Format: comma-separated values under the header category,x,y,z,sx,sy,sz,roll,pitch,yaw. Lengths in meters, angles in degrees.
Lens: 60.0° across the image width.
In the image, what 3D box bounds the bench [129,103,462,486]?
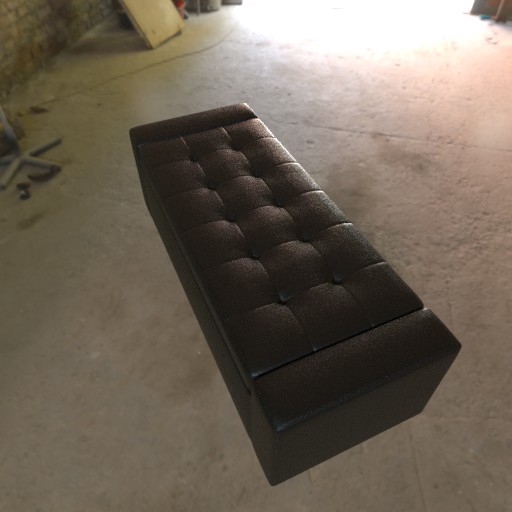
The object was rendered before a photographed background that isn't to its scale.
category,x,y,z,sx,sy,sz,roll,pitch,yaw
bench,0.000,0.000,1.529,0.508,0.445,1.296,-18,49,-17
